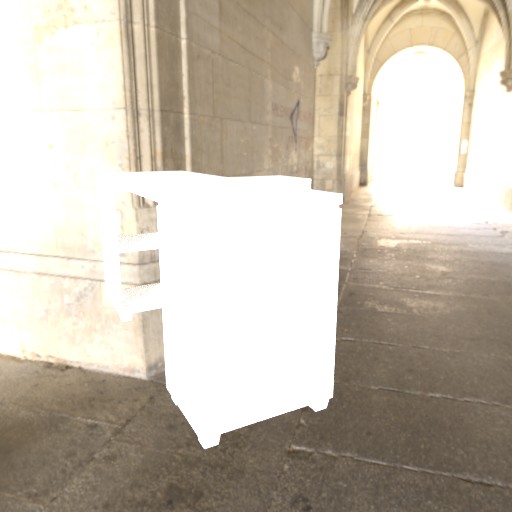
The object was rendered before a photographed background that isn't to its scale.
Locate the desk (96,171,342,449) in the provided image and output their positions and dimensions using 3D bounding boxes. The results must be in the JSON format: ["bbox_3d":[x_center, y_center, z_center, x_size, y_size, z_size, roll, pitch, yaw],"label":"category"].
[{"bbox_3d":[0.000,0.000,2.183,1.199,0.759,1.524,-7,16,-27],"label":"desk"}]
